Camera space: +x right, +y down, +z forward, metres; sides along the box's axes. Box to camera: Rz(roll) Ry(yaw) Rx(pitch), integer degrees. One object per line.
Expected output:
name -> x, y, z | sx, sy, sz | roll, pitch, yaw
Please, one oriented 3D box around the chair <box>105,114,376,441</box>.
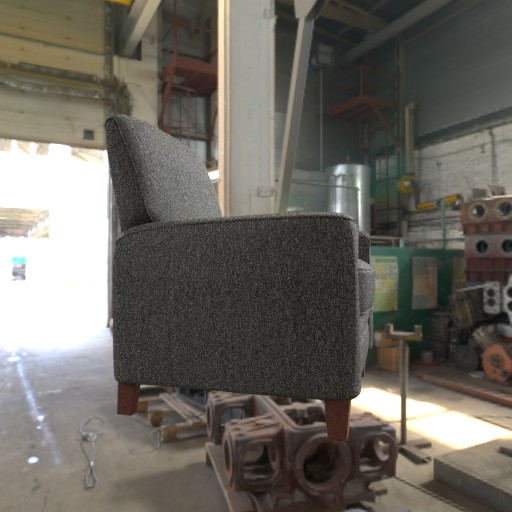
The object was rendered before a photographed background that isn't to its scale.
chair -> 0.000, 0.000, 1.665 | 0.864, 1.014, 0.848 | 0, -1, 17
